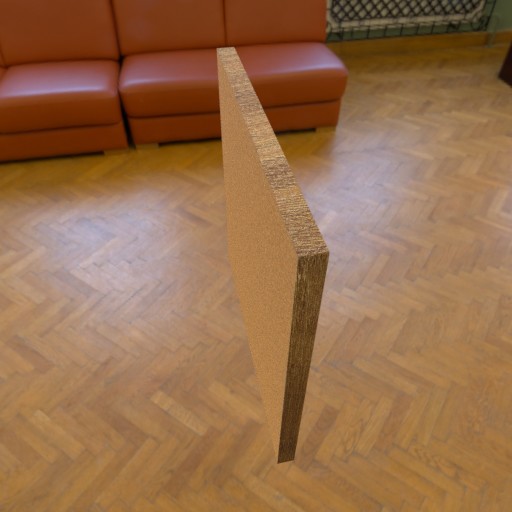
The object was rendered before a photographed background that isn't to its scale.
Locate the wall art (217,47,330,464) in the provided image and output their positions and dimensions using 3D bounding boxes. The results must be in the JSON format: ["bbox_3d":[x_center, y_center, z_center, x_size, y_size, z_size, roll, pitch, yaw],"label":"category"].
[{"bbox_3d":[0.000,0.000,0.905,0.042,0.608,0.611,-9,46,-8],"label":"wall art"}]
